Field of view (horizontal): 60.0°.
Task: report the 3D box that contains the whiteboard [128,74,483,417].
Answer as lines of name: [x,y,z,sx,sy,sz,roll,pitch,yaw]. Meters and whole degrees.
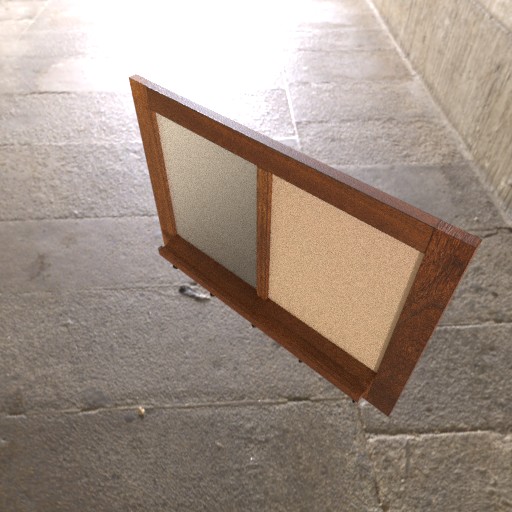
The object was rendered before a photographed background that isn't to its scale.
whiteboard: [0.000,0.000,0.985,0.783,0.559,0.083,33,55,27]
